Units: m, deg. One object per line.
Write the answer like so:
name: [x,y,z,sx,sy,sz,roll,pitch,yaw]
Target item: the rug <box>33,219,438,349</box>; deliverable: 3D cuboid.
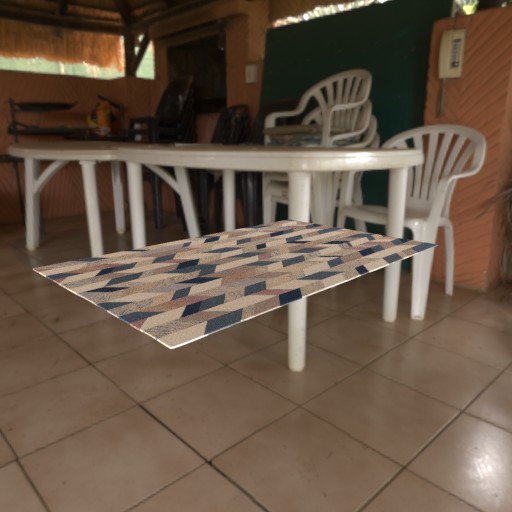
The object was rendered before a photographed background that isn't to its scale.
rug: [0.000,0.000,3.066,2.423,0.008,1.513,-14,21,-43]
